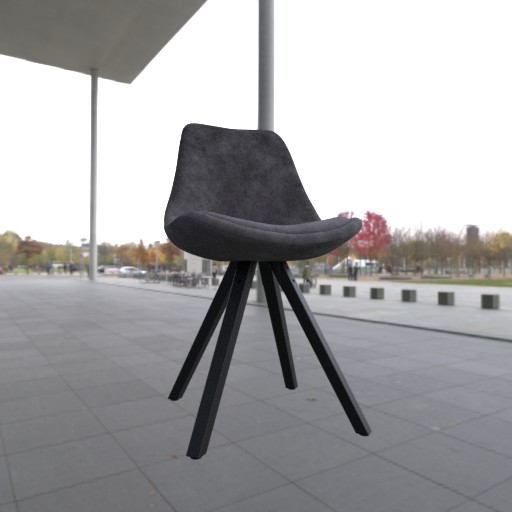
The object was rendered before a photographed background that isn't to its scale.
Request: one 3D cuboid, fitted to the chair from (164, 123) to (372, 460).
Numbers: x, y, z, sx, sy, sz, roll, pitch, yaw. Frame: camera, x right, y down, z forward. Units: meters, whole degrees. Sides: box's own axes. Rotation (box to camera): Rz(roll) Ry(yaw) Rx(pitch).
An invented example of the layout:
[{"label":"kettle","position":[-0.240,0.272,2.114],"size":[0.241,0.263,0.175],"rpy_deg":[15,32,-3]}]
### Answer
[{"label":"chair","position":[0.000,0.000,1.195],"size":[0.485,0.850,0.550],"rpy_deg":[0,-1,-18]}]
